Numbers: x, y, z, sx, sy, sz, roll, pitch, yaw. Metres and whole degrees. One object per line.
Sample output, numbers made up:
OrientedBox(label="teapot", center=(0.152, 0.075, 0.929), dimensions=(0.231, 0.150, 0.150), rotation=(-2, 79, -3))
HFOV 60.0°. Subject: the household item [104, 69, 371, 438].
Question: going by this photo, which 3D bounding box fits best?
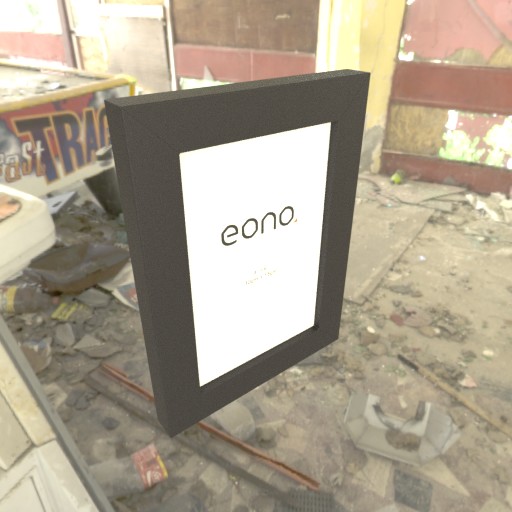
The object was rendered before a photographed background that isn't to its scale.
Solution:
OrientedBox(label="household item", center=(0.000, 0.000, 0.241), dimensions=(0.133, 0.178, 0.022), rotation=(-22, 37, -32))
